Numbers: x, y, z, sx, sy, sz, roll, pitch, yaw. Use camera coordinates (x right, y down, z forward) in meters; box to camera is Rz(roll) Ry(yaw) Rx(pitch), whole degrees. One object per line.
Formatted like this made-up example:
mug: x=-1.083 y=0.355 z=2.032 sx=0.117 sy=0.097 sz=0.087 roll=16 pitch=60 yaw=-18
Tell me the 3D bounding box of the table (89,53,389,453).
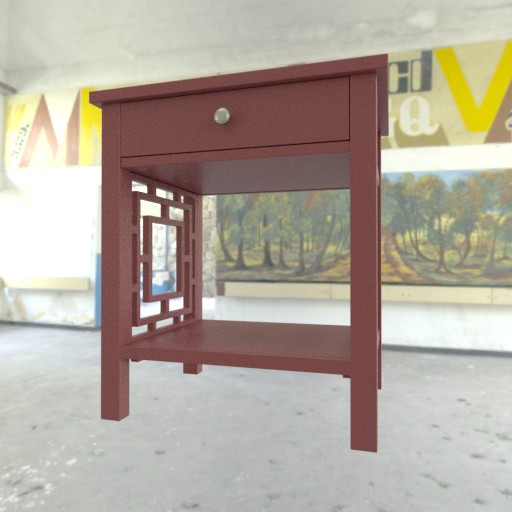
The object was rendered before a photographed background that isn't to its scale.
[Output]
table: x=0.000 y=0.000 z=1.044 sx=0.599 sy=0.686 sz=0.451 roll=0 pitch=0 yaw=17
